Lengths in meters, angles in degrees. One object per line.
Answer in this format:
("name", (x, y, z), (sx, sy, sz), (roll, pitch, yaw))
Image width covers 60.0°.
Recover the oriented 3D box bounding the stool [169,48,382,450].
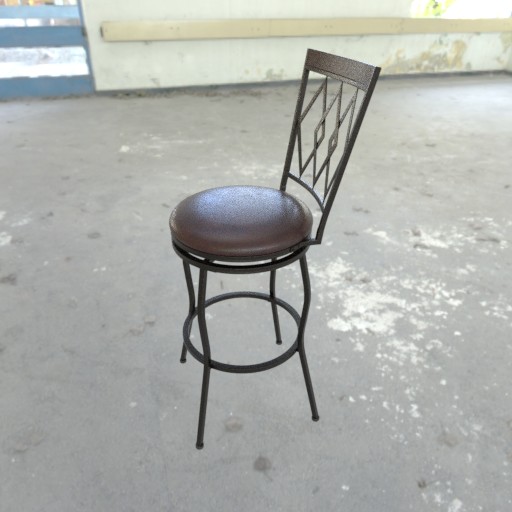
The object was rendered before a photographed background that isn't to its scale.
("stool", (0.000, 0.000, 1.385), (0.521, 1.134, 0.432), (-8, 31, -13))
